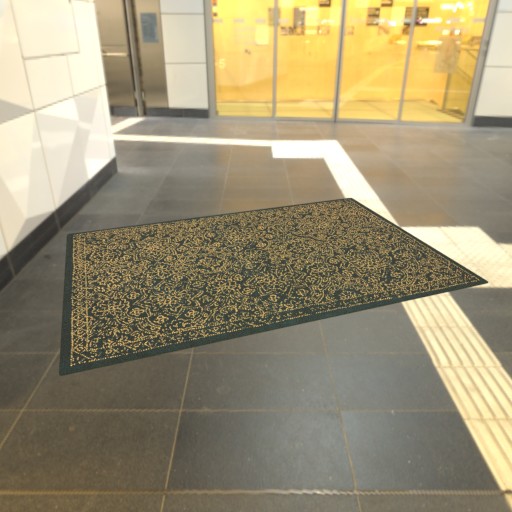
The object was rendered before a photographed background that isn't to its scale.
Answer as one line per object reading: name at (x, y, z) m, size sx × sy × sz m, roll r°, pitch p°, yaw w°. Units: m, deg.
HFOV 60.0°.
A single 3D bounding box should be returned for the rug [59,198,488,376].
rug at (0.000, 0.000, 2.261) m, size 1.829 × 0.010 × 1.219 m, roll -9°, pitch 28°, yaw -17°
